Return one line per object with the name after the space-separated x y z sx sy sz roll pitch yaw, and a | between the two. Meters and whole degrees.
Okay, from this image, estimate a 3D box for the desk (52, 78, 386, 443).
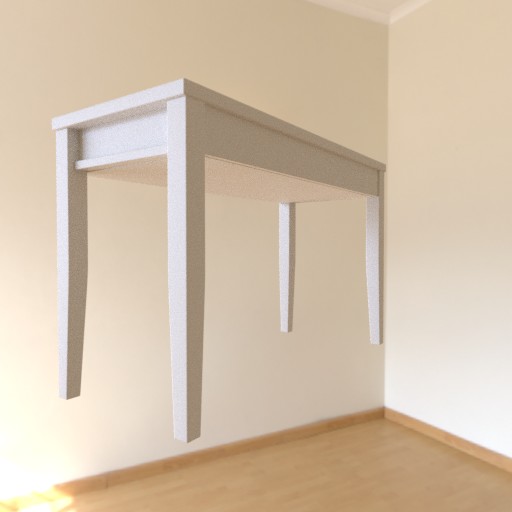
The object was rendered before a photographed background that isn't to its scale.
0.000 0.000 1.573 0.508 0.775 1.220 1 2 36 | desk
